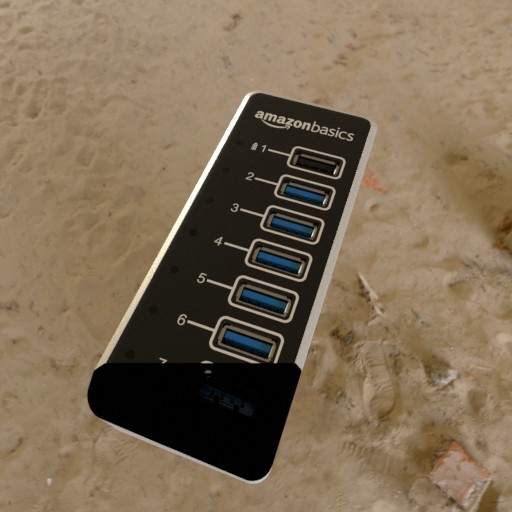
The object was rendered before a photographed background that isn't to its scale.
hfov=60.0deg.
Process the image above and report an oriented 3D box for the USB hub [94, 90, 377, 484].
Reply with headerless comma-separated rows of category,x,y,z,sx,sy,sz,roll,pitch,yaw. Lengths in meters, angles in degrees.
USB hub,0.000,0.000,0.128,0.044,0.023,0.110,17,61,10
